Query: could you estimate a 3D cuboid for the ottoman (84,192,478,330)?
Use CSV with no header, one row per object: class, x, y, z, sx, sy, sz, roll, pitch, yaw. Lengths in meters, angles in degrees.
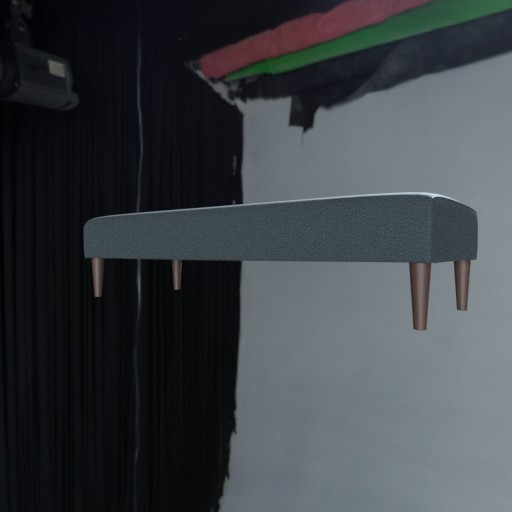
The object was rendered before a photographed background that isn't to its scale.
ottoman,0.000,0.000,1.877,1.609,0.393,0.646,0,1,37
